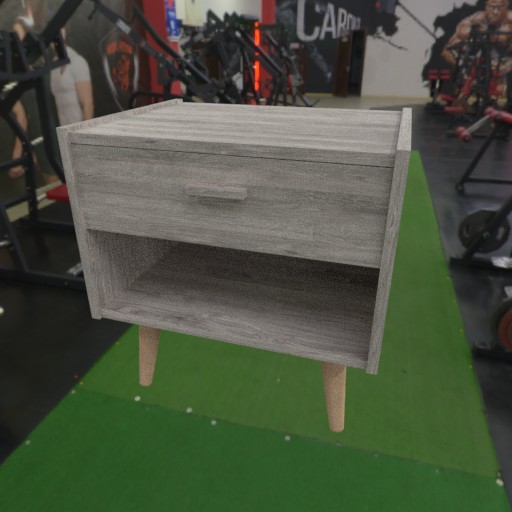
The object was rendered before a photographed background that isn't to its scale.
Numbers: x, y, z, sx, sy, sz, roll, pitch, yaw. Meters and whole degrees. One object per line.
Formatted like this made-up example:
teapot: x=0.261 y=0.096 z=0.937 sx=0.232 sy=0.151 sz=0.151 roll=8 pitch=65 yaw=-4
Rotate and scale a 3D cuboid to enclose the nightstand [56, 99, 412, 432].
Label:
nightstand: x=0.000 y=0.000 z=0.827 sx=0.480 sy=0.500 sz=0.380 roll=8 pitch=27 yaw=16
